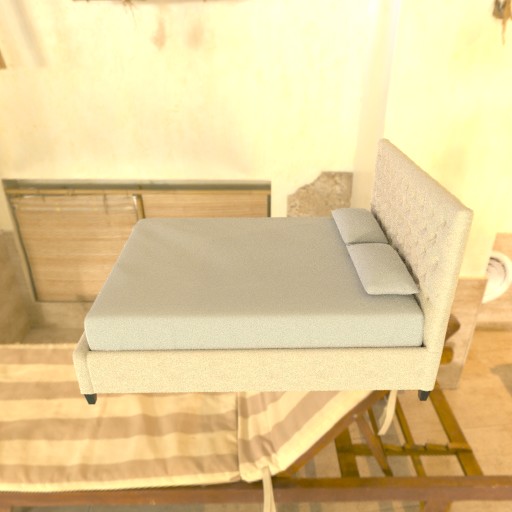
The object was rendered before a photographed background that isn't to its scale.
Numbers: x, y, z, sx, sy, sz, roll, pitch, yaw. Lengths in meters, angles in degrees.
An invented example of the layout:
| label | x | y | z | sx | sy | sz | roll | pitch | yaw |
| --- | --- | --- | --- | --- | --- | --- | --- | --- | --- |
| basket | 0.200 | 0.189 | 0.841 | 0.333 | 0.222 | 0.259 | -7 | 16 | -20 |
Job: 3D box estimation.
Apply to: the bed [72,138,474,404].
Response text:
| label | x | y | z | sx | sy | sz | roll | pitch | yaw |
| --- | --- | --- | --- | --- | --- | --- | --- | --- | --- |
| bed | 0.000 | 0.000 | 3.439 | 2.387 | 1.427 | 1.698 | 0 | 28 | -1 |
